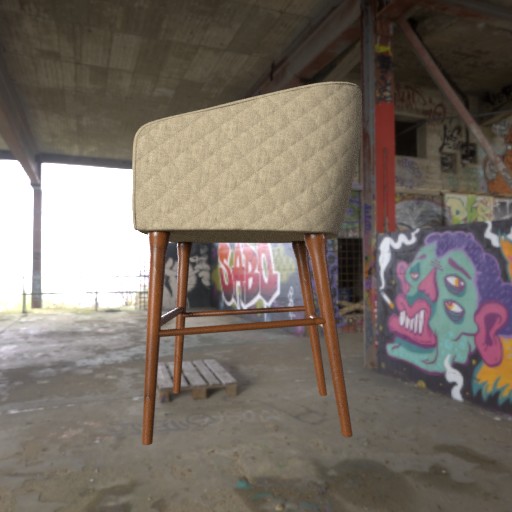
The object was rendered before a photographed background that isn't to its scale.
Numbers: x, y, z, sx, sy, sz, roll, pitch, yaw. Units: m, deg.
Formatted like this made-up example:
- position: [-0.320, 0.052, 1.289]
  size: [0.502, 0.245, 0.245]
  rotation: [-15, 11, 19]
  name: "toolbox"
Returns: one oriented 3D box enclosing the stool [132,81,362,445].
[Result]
- position: [0.000, 0.000, 1.354]
  size: [0.635, 0.952, 0.559]
  rotation: [0, -2, -1]
  name: "stool"
